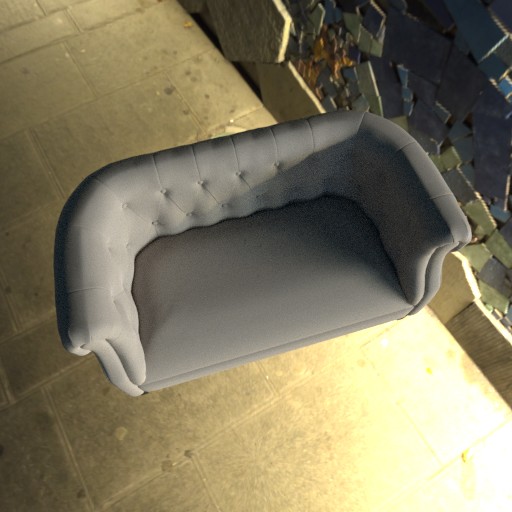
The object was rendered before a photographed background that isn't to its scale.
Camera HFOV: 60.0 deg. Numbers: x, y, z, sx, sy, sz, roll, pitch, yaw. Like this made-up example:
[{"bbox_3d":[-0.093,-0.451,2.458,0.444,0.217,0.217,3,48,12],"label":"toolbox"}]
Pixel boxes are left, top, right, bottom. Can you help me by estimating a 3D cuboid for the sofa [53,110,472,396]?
[{"bbox_3d":[0.000,0.000,2.014,1.558,0.827,0.835,-15,66,-7],"label":"sofa"}]
